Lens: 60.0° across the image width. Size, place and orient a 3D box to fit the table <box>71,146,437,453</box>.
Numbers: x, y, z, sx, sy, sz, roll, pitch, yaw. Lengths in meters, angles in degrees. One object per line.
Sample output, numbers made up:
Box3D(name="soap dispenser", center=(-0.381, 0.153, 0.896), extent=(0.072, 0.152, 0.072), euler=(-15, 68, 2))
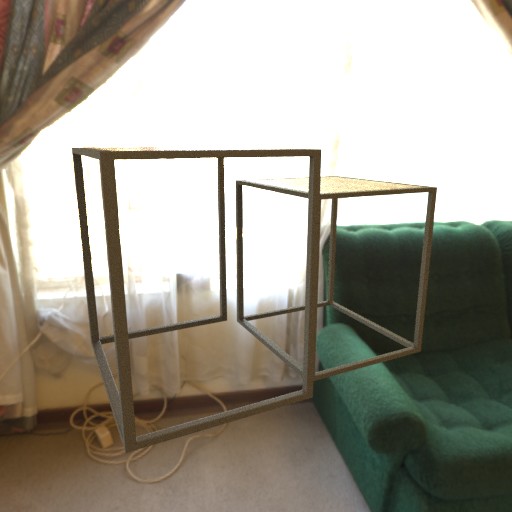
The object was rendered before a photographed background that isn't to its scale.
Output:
Box3D(name="table", center=(0.000, 0.000, 1.137), extent=(0.788, 0.540, 0.508), euler=(-7, 16, -26))
